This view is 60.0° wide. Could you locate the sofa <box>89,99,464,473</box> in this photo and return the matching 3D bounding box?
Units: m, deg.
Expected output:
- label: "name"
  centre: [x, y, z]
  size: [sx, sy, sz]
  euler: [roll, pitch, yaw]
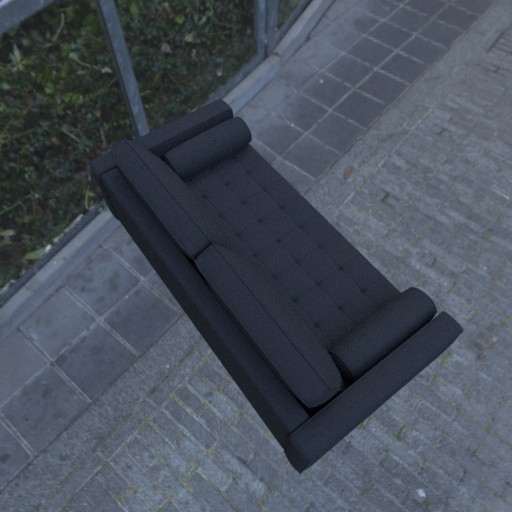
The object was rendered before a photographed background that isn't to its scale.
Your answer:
- label: "sofa"
  centre: [0.000, 0.000, 2.327]
  size: [0.914, 0.759, 1.875]
  euler: [-32, 64, -18]
